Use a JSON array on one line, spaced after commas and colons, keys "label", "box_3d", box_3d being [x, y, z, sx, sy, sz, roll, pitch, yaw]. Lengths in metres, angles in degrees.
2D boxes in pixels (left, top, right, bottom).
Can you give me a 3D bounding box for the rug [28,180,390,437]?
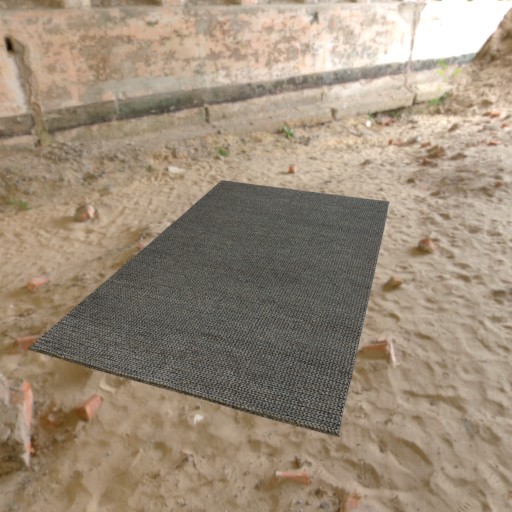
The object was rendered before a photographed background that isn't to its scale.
[{"label": "rug", "box_3d": [0.000, 0.000, 2.947, 1.538, 0.021, 2.443, 10, 32, 16]}]
